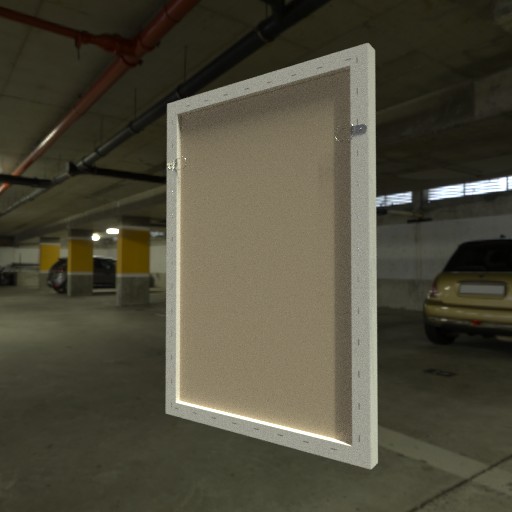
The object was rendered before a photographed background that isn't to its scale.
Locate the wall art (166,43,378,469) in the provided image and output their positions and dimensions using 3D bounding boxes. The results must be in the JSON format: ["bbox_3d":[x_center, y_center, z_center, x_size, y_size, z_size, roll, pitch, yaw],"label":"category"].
[{"bbox_3d":[0.000,0.000,1.144,0.624,0.914,0.043,-1,-2,35],"label":"wall art"}]
